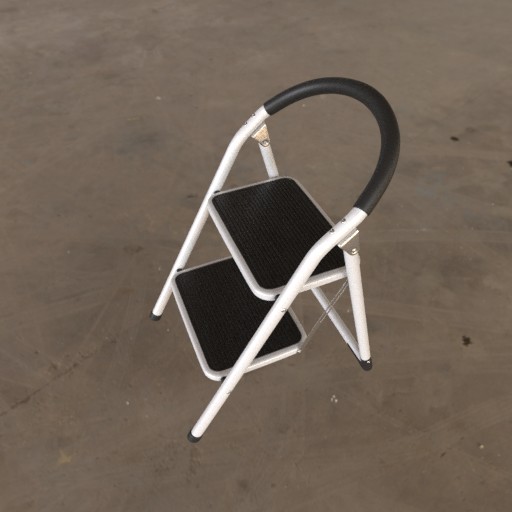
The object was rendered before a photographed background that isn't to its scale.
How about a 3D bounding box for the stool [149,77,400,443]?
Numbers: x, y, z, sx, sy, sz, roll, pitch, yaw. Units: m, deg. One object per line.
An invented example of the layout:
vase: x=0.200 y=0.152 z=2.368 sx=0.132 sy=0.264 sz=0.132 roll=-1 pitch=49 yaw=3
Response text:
stool: x=0.000 y=0.000 z=1.092 sx=0.559 sy=0.760 sz=0.453 roll=-17 pitch=48 yaw=-16
